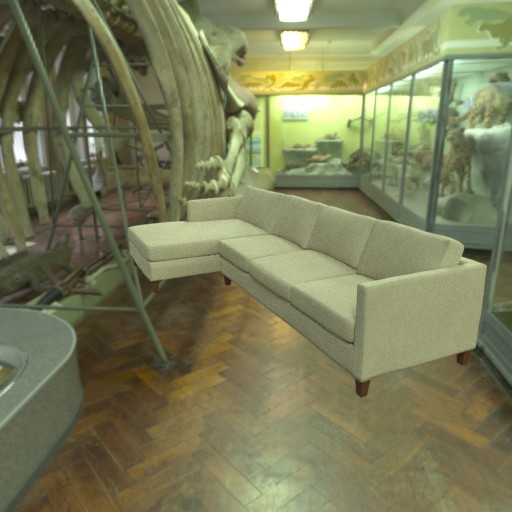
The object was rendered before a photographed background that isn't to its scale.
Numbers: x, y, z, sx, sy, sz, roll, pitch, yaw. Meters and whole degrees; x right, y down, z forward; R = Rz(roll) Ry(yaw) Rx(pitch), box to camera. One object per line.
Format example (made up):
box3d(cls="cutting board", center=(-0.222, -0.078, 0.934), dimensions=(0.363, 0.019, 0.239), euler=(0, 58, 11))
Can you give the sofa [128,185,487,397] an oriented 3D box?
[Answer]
box3d(cls="sofa", center=(0.000, 0.000, 3.801), dimensions=(1.625, 0.846, 3.186), euler=(-8, 18, -24))
